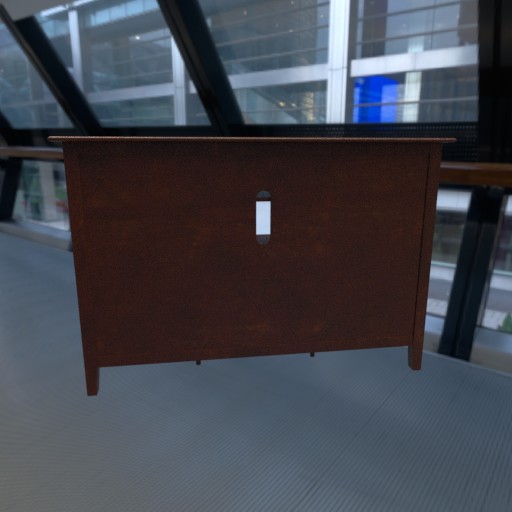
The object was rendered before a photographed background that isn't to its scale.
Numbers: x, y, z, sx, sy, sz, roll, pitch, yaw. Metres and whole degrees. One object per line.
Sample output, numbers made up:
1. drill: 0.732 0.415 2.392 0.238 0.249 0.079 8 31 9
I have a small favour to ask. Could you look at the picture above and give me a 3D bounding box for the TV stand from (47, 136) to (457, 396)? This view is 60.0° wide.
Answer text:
1. TV stand: 0.000 0.000 1.787 1.372 0.915 0.445 -2 14 -8
